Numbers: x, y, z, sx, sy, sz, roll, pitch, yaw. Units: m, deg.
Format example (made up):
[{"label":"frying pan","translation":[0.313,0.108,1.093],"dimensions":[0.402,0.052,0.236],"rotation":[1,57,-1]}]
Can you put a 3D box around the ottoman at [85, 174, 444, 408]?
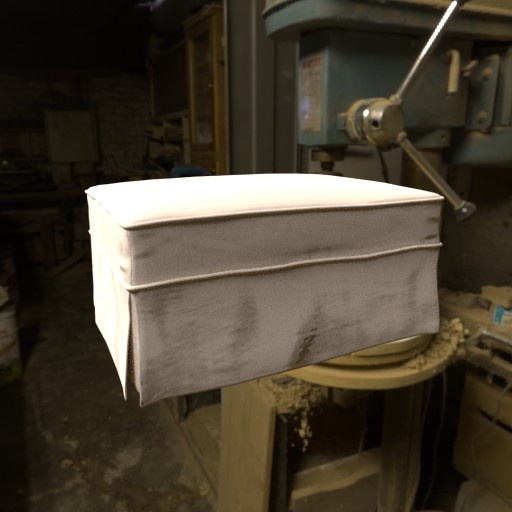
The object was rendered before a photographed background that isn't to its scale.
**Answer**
[{"label":"ottoman","translation":[0.000,0.000,1.380],"dimensions":[0.944,0.479,0.703],"rotation":[-7,17,-26]}]
